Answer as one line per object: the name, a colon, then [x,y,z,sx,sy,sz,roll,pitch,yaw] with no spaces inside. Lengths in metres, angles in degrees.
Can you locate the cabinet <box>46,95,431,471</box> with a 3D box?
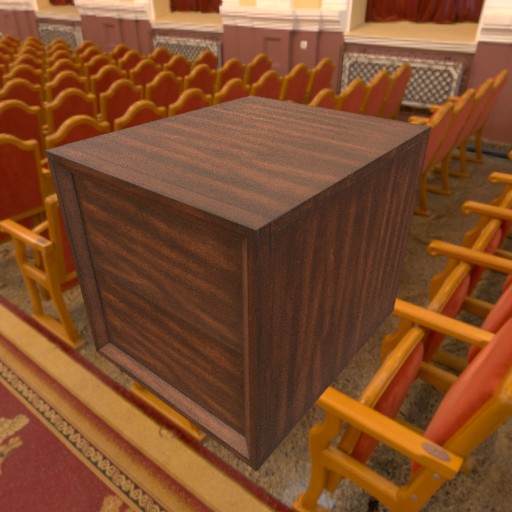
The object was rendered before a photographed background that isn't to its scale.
cabinet: [0.000,0.000,0.836,0.402,0.455,0.500,23,38,32]
